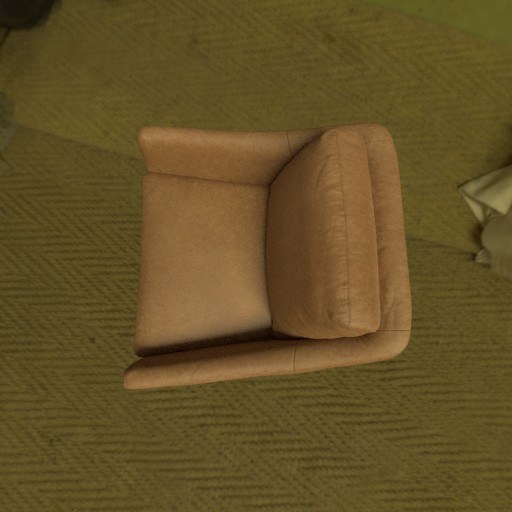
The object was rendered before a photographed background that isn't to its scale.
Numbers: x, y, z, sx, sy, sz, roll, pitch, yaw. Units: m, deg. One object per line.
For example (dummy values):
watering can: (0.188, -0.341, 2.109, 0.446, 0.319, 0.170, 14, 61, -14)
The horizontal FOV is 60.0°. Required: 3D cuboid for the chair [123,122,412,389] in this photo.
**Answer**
chair: (0.000, 0.000, 1.750, 0.963, 0.895, 0.988, -1, 76, 0)
